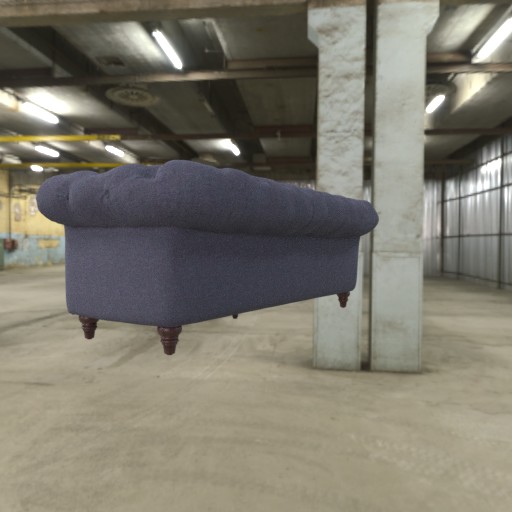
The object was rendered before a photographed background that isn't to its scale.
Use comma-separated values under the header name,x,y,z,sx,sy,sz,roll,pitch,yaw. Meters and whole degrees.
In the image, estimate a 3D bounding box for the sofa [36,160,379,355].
name,x,y,z,sx,sy,sz,roll,pitch,yaw
sofa,0.000,0.000,2.802,1.046,0.836,2.335,1,1,35
